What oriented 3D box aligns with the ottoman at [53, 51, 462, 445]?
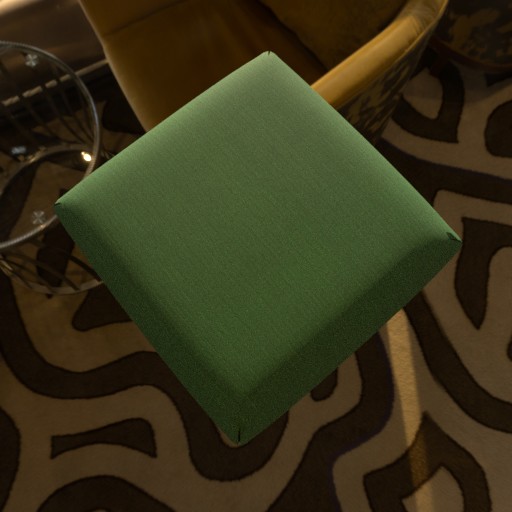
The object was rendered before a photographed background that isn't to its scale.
[{"bbox_3d":[0.000,0.000,0.911,0.497,0.475,0.507,-39,78,-10],"label":"ottoman"}]
